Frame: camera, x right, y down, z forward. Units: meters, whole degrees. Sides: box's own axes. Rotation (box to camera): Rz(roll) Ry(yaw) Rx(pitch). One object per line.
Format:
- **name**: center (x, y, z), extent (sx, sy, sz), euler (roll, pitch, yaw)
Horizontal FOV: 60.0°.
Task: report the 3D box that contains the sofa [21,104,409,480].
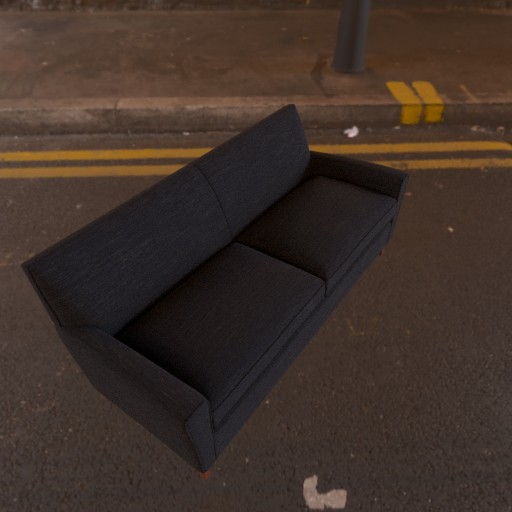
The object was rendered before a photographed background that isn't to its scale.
- **sofa**: center (0.000, 0.000, 2.362), extent (0.875, 0.846, 1.976), euler (26, 47, 26)
